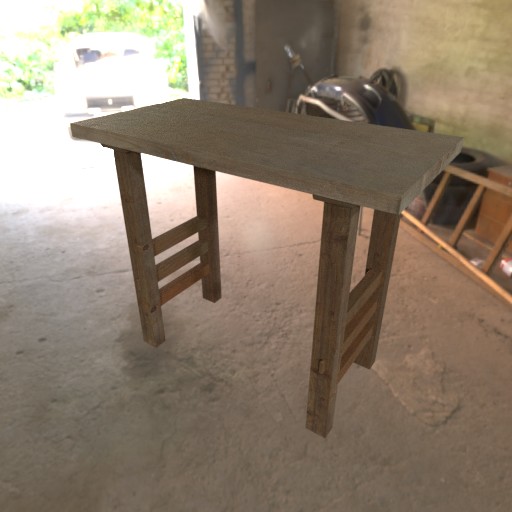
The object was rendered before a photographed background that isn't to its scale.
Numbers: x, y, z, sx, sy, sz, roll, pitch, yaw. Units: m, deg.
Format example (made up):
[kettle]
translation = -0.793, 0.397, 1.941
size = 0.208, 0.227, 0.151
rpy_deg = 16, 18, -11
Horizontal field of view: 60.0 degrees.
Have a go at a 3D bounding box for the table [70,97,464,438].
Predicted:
[table]
translation = 0.000, 0.000, 1.620
size = 1.119, 0.914, 0.556
rpy_deg = 19, 35, 29
